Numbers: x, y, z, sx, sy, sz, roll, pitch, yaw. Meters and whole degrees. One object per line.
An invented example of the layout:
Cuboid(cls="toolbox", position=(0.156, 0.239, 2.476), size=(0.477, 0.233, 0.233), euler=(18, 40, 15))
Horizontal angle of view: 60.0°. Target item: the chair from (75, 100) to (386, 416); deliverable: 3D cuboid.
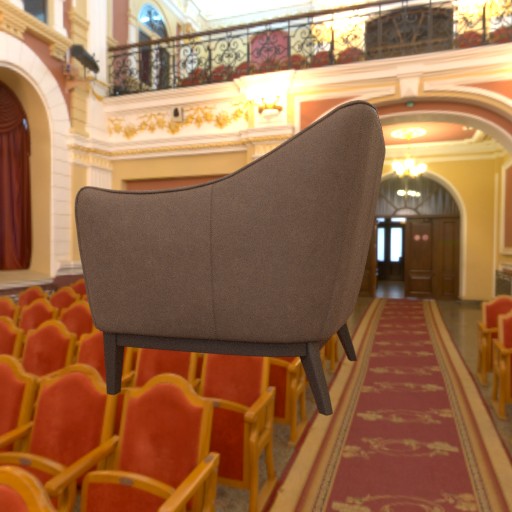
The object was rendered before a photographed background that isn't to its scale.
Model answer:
Cuboid(cls="chair", position=(0.000, 0.000, 1.553), size=(0.852, 0.830, 0.871), euler=(0, 1, 19))
